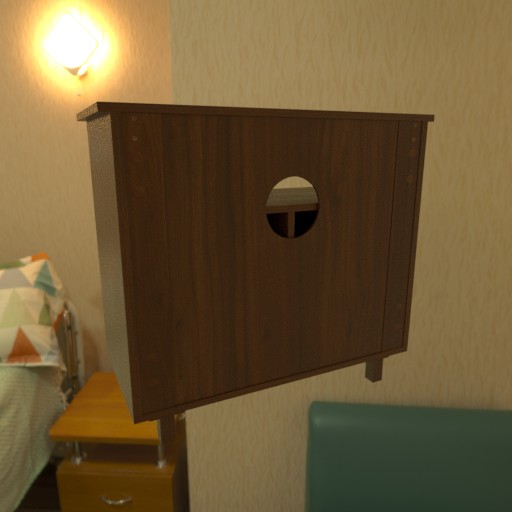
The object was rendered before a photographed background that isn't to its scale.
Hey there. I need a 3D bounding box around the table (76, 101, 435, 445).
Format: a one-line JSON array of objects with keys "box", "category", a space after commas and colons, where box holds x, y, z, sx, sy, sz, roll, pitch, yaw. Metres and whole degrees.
[{"box": [0.000, 0.000, 1.190, 0.802, 0.725, 0.390, -7, 16, -26], "category": "table"}]
